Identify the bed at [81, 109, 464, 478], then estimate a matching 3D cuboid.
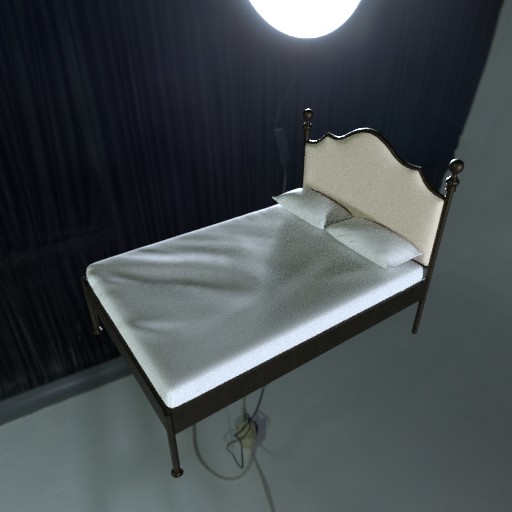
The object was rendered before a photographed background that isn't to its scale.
[{"bbox_3d":[0.000,0.000,3.171,2.170,1.462,1.533,-20,38,-28],"label":"bed"}]
